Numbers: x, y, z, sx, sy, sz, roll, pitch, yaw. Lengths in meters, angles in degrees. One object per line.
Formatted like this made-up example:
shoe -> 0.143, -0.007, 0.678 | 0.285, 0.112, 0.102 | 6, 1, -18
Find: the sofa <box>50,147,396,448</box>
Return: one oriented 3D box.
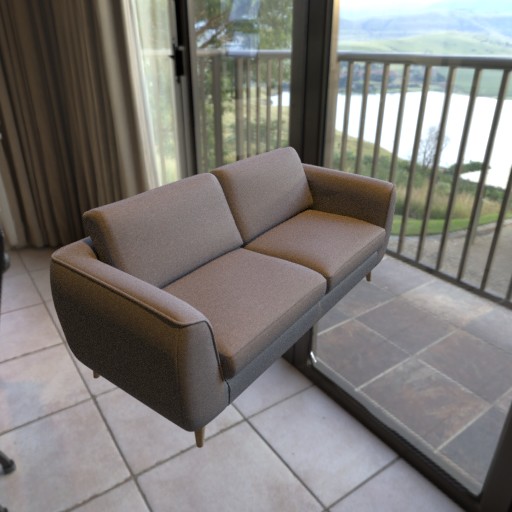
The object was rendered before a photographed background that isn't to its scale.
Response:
sofa -> 0.000, 0.000, 2.506 | 0.920, 0.870, 2.000 | 18, 32, 32
